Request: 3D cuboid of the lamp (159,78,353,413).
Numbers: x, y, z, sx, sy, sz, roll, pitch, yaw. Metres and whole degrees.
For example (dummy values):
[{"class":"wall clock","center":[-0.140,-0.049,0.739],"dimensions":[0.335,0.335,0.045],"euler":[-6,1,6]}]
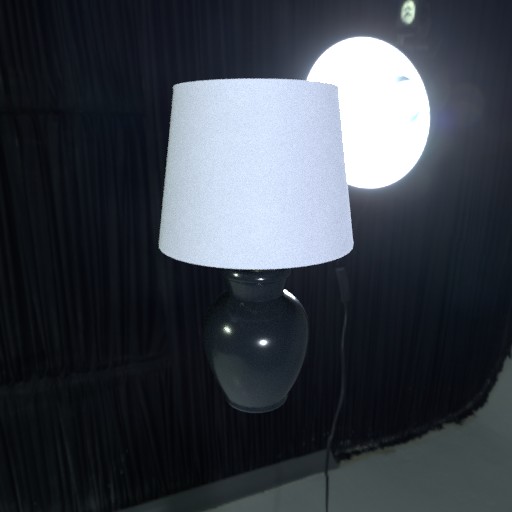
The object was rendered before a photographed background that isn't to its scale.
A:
[{"class":"lamp","center":[0.000,0.000,0.562],"dimensions":[0.239,0.399,0.239],"euler":[0,16,0]}]
